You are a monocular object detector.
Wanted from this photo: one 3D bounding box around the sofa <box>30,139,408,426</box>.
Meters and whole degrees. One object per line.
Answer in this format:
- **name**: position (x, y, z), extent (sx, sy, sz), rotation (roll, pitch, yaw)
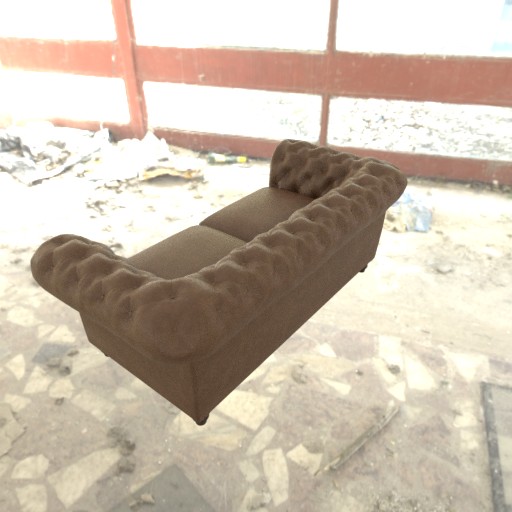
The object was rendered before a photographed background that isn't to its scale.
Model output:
- **sofa**: position (0.000, 0.000, 2.502), extent (0.955, 0.784, 2.048), rotation (23, 39, 32)
